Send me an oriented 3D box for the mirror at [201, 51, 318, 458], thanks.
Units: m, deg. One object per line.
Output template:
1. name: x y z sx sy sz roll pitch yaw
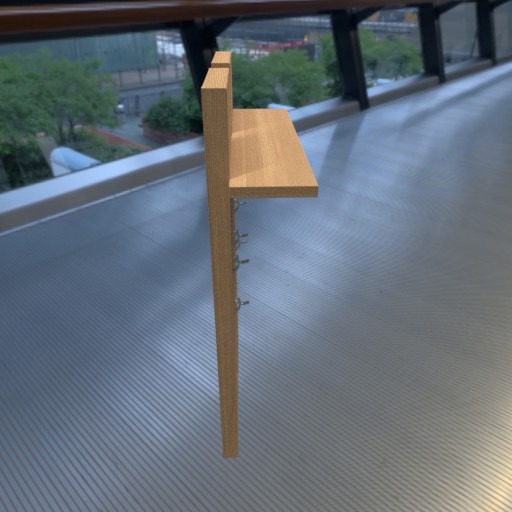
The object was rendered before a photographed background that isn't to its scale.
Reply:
1. mirror: 0.000 0.000 1.569 0.260 1.250 0.800 -1 31 -2
